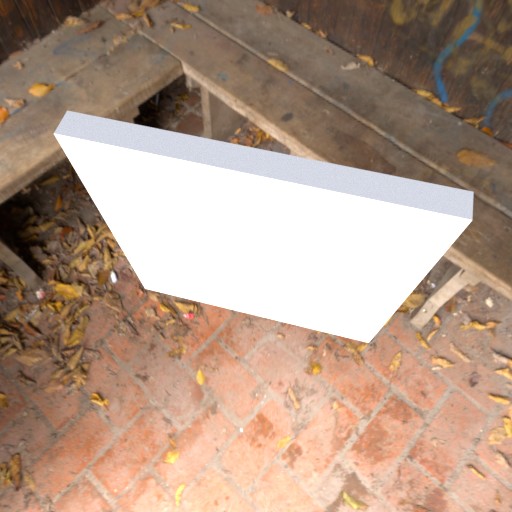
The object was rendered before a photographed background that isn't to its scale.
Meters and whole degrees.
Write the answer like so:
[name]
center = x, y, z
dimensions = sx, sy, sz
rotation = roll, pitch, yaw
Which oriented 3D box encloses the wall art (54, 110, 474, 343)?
[wall art]
center = 0.000, 0.000, 0.529
dimensions = 0.355, 0.355, 0.027
rotation = 13, 64, 6
